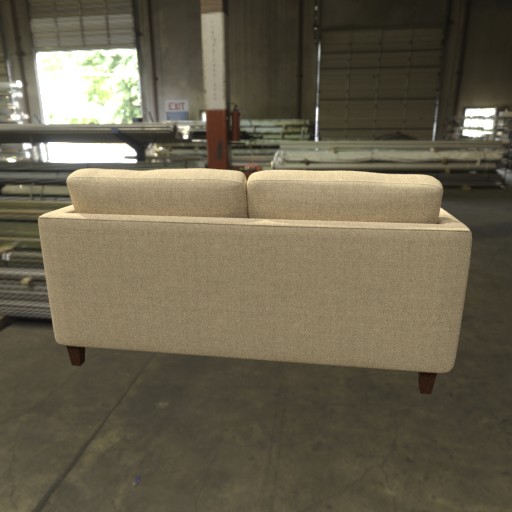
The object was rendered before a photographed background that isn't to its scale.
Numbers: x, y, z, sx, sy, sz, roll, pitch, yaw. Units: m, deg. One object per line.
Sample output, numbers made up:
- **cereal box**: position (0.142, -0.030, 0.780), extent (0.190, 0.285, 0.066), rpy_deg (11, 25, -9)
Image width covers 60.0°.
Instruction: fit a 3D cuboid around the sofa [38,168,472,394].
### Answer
- **sofa**: position (0.000, 0.000, 2.372), extent (1.884, 0.963, 0.950), rpy_deg (2, 17, 8)
